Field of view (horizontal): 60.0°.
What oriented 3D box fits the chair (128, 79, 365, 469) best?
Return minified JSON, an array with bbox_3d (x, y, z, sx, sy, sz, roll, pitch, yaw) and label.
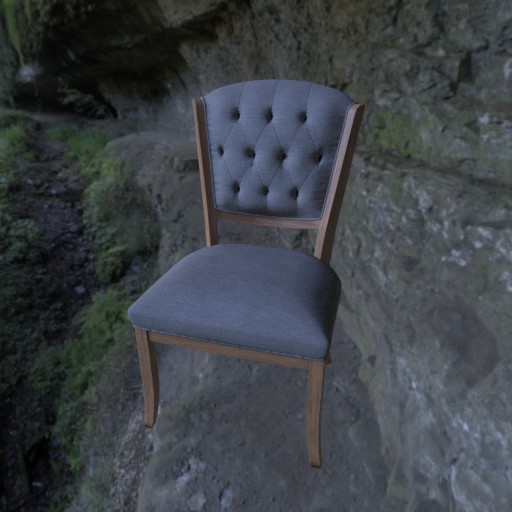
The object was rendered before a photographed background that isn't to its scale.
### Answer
[{"bbox_3d":[0.000,0.000,1.267,0.513,0.905,0.584,7,27,14],"label":"chair"}]
